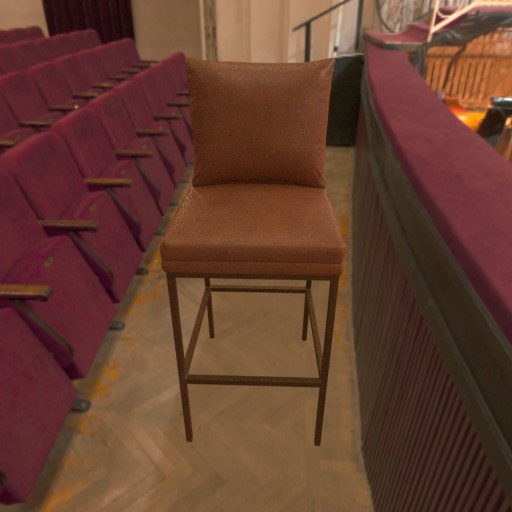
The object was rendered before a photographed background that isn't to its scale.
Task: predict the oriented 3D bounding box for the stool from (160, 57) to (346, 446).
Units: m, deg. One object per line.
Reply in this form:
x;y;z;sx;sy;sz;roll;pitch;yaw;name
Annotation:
0.000;0.000;1.417;0.463;1.124;0.571;1;30;2;stool
